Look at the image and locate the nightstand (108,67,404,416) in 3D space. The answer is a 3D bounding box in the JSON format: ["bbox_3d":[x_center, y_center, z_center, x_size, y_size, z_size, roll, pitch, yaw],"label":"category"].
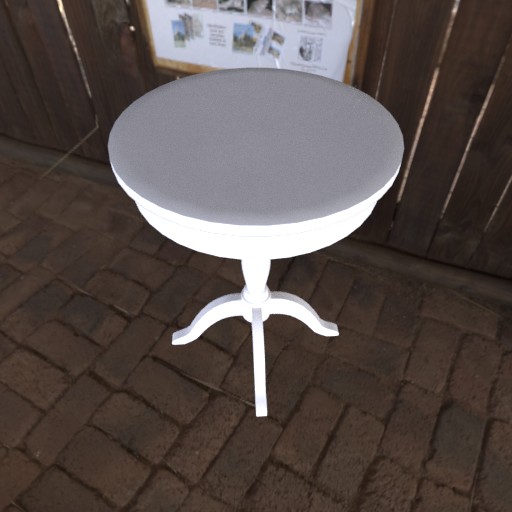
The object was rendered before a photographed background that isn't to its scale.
[{"bbox_3d":[0.000,0.000,1.022,0.513,0.653,0.513,4,46,4],"label":"nightstand"}]
